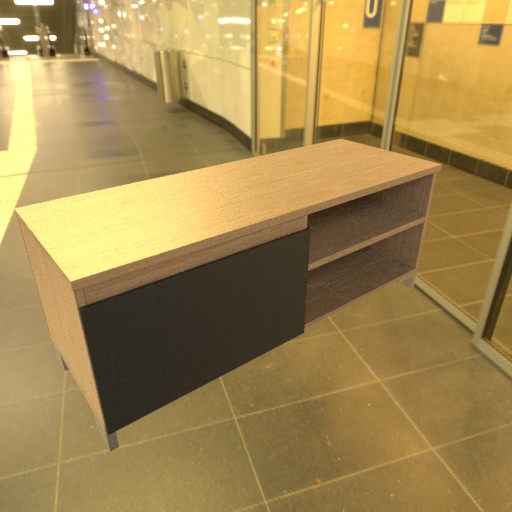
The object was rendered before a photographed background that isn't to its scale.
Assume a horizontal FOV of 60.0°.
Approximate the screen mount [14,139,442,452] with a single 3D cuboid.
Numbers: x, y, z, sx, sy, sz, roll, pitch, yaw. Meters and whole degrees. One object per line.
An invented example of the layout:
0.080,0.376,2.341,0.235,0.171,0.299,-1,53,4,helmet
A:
0.000,0.000,1.263,1.084,0.432,0.406,-20,34,-33,screen mount
